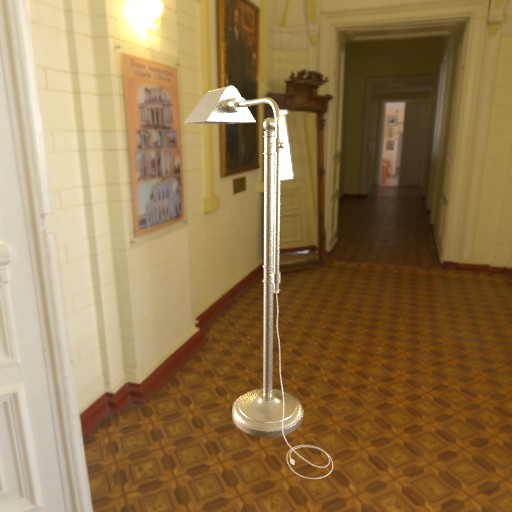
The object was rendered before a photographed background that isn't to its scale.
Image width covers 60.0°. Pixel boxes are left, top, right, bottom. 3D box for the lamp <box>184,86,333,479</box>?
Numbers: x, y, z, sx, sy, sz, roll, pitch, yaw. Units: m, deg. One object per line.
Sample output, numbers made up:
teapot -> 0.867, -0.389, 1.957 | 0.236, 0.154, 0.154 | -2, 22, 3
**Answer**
lamp -> 0.000, 0.000, 0.952 | 0.159, 0.708, 0.546 | -7, 17, -25
